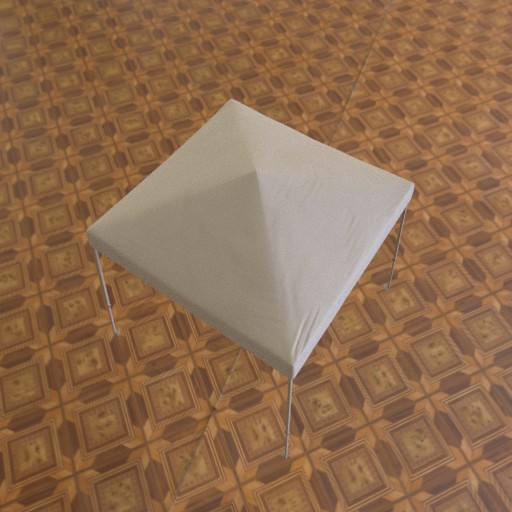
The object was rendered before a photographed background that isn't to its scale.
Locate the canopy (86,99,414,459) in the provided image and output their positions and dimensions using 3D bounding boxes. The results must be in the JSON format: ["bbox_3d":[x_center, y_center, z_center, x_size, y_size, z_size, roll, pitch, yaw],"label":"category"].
[{"bbox_3d":[0.000,0.000,6.517,3.599,3.600,3.600,30,63,18],"label":"canopy"}]
